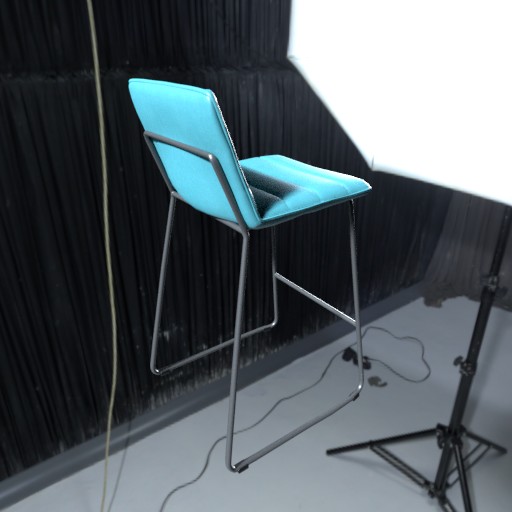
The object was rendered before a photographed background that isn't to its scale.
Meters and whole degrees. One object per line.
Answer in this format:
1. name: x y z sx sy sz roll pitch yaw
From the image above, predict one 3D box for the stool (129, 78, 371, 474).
1. stool: 0.000 0.000 1.248 0.524 0.936 0.489 -17 31 -32
